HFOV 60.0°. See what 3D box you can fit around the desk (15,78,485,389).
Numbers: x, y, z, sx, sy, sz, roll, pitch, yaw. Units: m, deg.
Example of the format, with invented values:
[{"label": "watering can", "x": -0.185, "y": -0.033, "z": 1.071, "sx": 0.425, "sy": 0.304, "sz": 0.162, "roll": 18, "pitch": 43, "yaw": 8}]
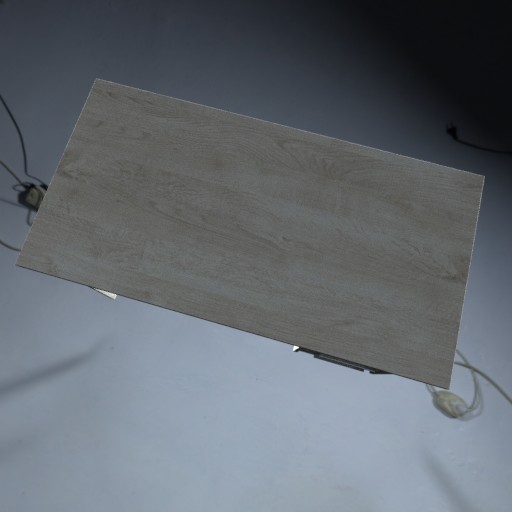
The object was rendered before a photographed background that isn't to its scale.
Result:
[{"label": "desk", "x": 0.000, "y": 0.000, "z": 1.490, "sx": 1.096, "sy": 0.730, "sz": 0.560, "roll": 15, "pitch": 76, "yaw": 4}]
